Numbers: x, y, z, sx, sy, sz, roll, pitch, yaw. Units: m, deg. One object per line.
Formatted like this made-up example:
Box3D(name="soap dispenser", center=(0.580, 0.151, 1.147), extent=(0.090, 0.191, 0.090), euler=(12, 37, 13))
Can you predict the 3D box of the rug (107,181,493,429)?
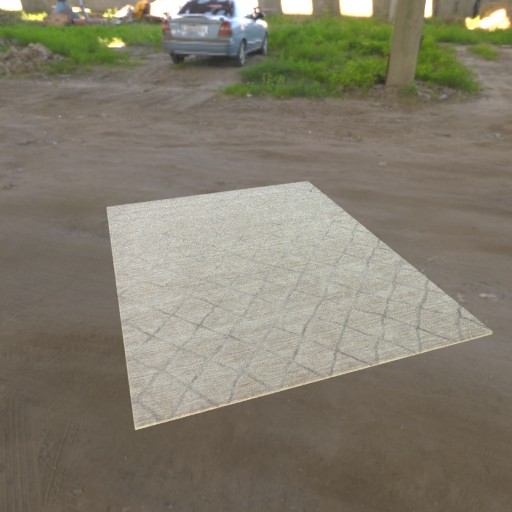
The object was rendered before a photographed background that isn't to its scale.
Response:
Box3D(name="rug", center=(0.000, 0.000, 3.958), extent=(2.420, 0.019, 3.038), euler=(-10, 32, -16))
